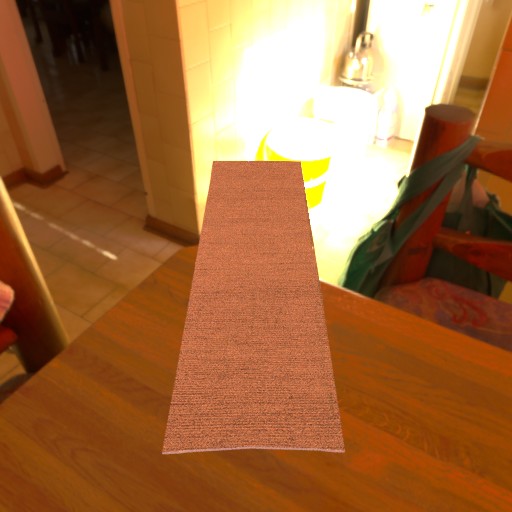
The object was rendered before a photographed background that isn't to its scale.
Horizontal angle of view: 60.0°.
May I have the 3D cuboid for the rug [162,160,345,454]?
[{"bbox_3d":[0.000,0.000,2.555,0.692,0.032,2.320,0,40,0],"label":"rug"}]
